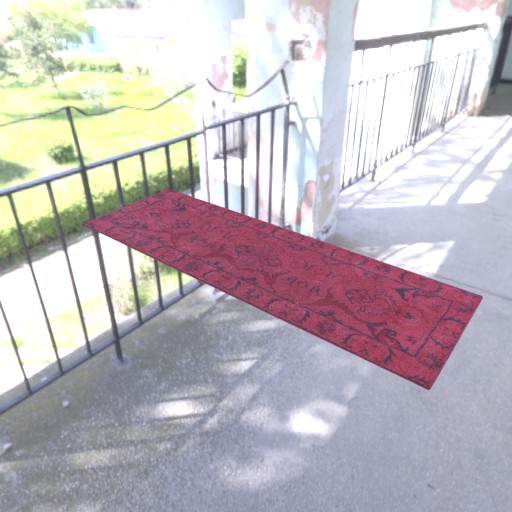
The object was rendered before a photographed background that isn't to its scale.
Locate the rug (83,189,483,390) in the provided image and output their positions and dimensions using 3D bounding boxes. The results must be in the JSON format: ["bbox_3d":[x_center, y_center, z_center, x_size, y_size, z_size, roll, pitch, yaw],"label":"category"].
[{"bbox_3d":[0.000,0.000,2.730,2.439,0.018,0.813,22,37,32],"label":"rug"}]
